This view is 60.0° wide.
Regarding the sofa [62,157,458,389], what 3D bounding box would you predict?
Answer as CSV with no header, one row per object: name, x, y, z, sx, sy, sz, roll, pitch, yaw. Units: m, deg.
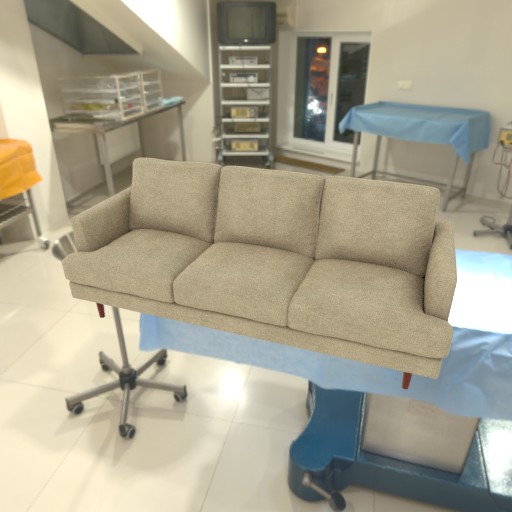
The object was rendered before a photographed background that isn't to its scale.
sofa,0.000,0.000,2.726,2.246,0.930,0.903,9,28,18
